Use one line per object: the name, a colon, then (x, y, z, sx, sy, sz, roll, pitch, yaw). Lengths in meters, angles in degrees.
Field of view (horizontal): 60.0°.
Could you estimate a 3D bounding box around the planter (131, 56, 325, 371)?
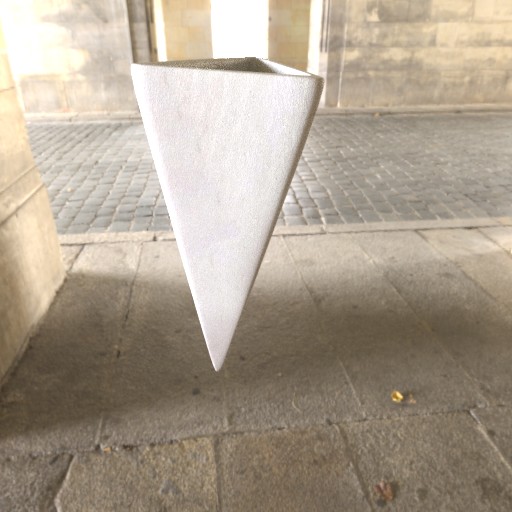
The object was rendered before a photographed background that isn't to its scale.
planter: (0.000, 0.000, 0.279, 0.081, 0.224, 0.101, 19, 32, 32)
